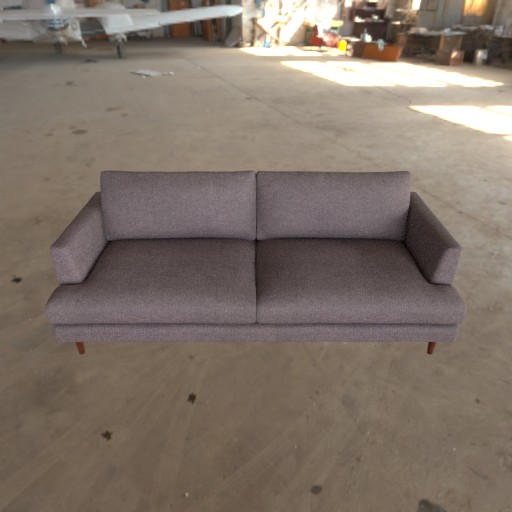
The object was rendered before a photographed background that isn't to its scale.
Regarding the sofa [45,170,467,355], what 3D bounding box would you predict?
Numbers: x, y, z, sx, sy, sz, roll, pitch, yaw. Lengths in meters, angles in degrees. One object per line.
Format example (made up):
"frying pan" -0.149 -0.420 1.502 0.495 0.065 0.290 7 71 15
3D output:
"sofa" 0.000 0.000 2.760 2.250 0.868 1.020 0 30 0
